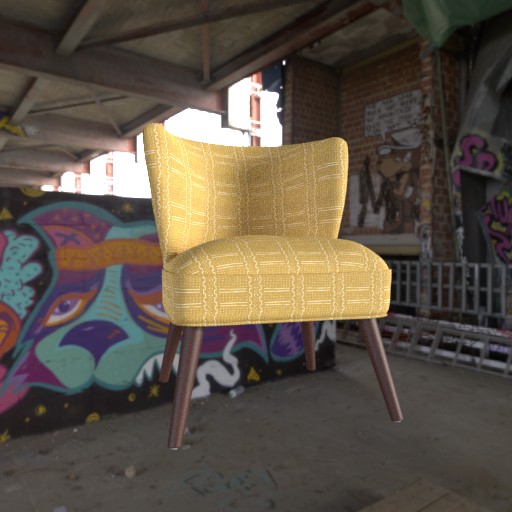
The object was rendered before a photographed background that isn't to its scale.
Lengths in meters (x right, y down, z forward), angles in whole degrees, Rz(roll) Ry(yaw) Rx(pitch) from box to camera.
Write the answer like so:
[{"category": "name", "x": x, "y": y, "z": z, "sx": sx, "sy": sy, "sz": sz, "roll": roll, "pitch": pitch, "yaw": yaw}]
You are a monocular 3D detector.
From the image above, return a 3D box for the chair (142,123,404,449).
[{"category": "chair", "x": 0.000, "y": 0.000, "z": 1.430, "sx": 0.706, "sy": 0.866, "sz": 0.758, "roll": 0, "pitch": 1, "yaw": -16}]
